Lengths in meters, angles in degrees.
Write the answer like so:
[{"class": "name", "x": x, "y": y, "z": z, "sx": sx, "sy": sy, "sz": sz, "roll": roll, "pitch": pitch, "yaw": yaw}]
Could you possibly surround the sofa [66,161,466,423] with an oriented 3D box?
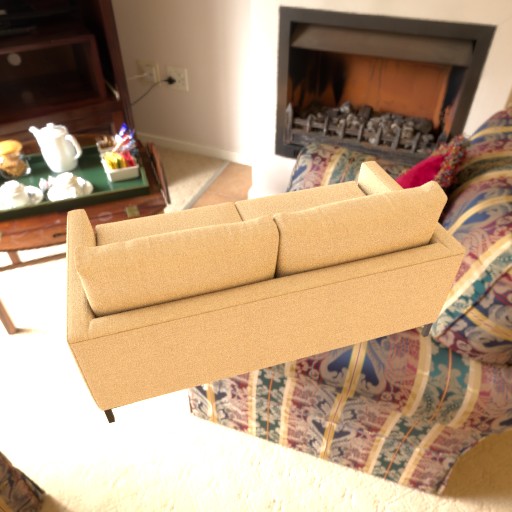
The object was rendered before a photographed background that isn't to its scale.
[{"class": "sofa", "x": 0.000, "y": 0.000, "z": 2.098, "sx": 1.651, "sy": 0.812, "sz": 0.839, "roll": -12, "pitch": 42, "yaw": -13}]
